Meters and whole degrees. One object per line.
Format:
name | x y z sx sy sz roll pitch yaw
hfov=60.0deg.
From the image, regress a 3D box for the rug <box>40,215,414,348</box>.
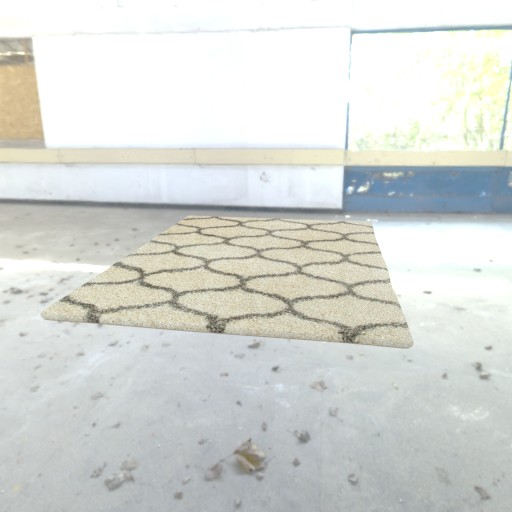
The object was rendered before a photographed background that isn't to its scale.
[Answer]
rug | 0.000 0.000 2.127 1.200 0.025 1.600 3 17 9
